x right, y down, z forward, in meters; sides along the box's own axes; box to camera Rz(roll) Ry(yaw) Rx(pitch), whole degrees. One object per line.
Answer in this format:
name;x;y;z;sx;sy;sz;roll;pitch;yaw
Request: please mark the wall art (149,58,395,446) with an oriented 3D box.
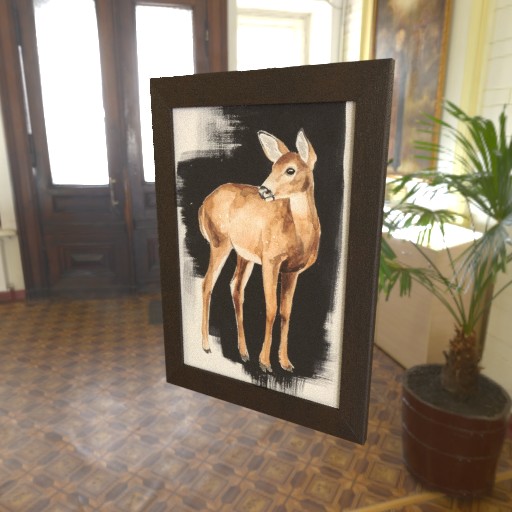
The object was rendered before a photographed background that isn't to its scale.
wall art;0.000;0.000;0.657;0.359;0.513;0.017;8;17;27
